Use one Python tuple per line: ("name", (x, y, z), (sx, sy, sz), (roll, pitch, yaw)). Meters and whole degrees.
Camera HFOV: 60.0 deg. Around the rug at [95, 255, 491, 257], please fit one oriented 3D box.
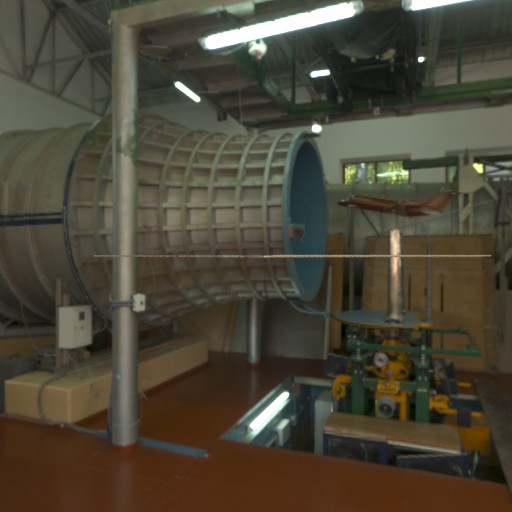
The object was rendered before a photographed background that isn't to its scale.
("rug", (0.000, 0.000, 4.258), (2.143, 0.015, 3.422), (0, 0, -35))
